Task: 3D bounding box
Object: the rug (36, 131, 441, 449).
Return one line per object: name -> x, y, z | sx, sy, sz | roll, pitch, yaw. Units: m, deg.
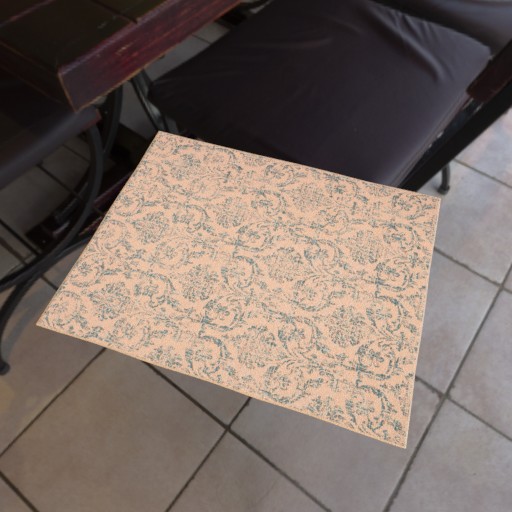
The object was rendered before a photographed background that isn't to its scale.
rug -> 0.000, 0.000, 3.935 | 2.980, 0.012, 2.363 | 16, 59, 10
